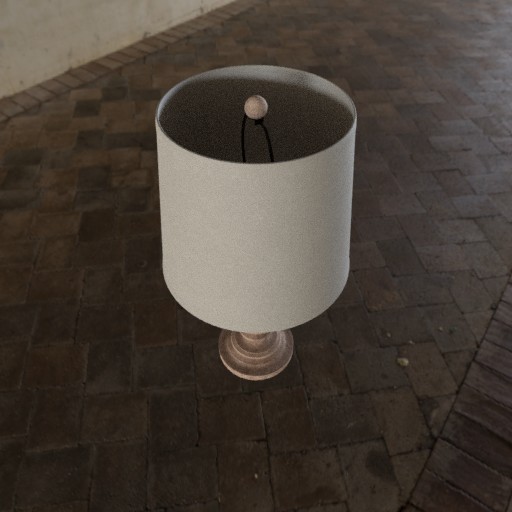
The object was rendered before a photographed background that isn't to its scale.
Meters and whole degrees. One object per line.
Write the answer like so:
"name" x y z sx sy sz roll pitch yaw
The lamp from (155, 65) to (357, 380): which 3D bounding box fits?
"lamp" 0.000 0.000 0.656 0.273 0.497 0.273 0 46 0
